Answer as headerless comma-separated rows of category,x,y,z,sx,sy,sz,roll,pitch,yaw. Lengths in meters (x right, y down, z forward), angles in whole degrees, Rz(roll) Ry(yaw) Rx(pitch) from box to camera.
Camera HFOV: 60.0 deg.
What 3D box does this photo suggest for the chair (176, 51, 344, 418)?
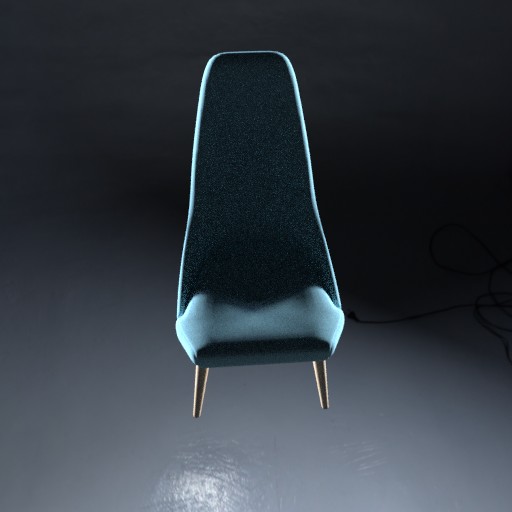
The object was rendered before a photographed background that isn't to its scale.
chair,0.000,0.000,1.432,0.510,1.040,0.660,-3,46,-3
